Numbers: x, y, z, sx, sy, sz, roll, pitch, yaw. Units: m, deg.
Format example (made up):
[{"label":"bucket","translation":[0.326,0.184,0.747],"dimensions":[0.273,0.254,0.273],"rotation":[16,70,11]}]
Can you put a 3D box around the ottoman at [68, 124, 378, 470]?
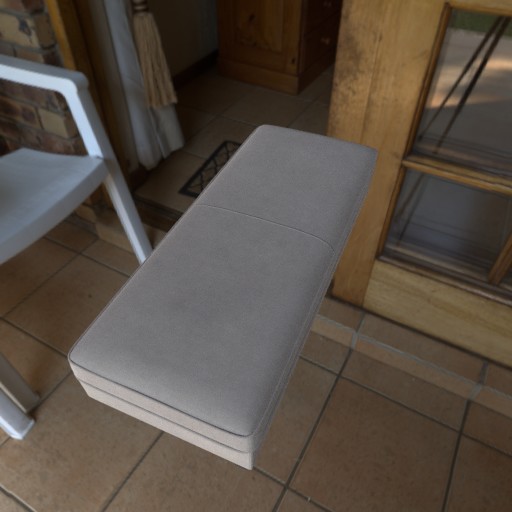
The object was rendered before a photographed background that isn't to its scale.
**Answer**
[{"label":"ottoman","translation":[0.000,0.000,2.051],"dimensions":[0.735,0.460,1.726],"rotation":[17,48,16]}]
